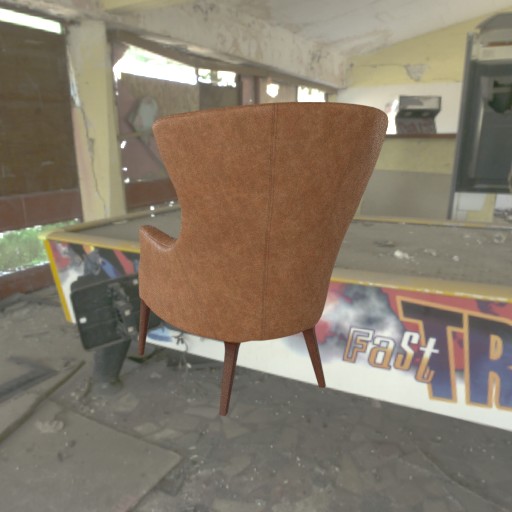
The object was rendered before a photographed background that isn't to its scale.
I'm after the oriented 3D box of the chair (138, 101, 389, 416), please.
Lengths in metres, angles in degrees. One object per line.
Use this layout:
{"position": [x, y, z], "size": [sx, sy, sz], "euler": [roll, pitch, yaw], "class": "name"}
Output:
{"position": [0.000, 0.000, 1.729], "size": [0.846, 1.067, 0.955], "euler": [-7, 16, -25], "class": "chair"}
